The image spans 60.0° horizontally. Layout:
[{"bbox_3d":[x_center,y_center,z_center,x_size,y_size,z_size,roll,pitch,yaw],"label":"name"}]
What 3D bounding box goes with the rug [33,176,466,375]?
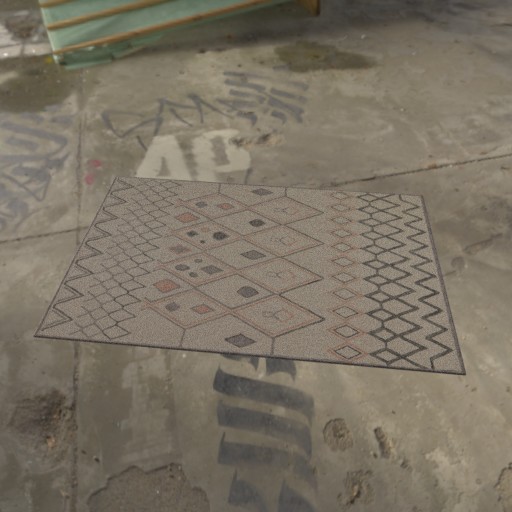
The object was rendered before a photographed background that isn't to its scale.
[{"bbox_3d":[0.000,0.000,2.992,2.438,0.015,1.524,4,47,4],"label":"rug"}]
